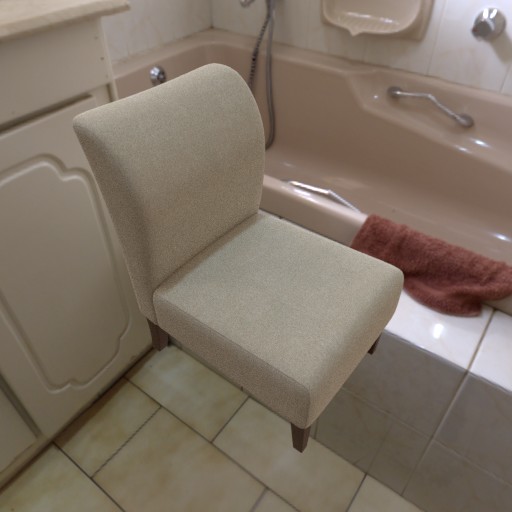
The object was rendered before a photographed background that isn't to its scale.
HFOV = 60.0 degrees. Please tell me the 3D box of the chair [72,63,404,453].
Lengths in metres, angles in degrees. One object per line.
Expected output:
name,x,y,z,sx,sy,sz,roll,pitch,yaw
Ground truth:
chair,0.000,0.000,1.300,0.754,0.833,0.521,28,49,28
